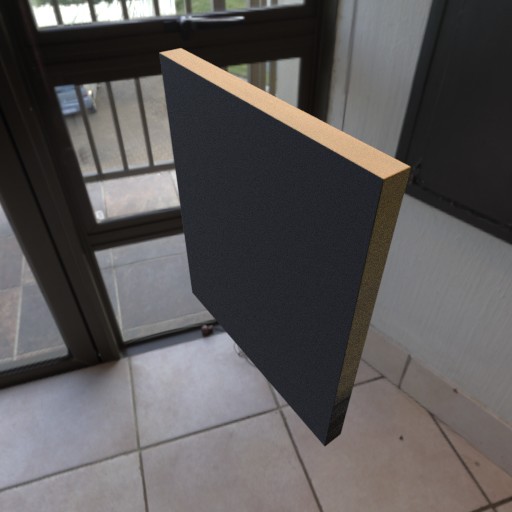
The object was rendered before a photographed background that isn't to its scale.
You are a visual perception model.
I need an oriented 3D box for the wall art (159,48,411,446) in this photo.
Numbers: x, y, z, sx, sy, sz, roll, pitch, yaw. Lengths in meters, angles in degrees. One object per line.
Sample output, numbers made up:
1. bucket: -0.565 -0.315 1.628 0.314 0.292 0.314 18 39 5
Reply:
1. wall art: 0.000 0.000 0.701 0.037 0.511 0.435 -26 48 -26
